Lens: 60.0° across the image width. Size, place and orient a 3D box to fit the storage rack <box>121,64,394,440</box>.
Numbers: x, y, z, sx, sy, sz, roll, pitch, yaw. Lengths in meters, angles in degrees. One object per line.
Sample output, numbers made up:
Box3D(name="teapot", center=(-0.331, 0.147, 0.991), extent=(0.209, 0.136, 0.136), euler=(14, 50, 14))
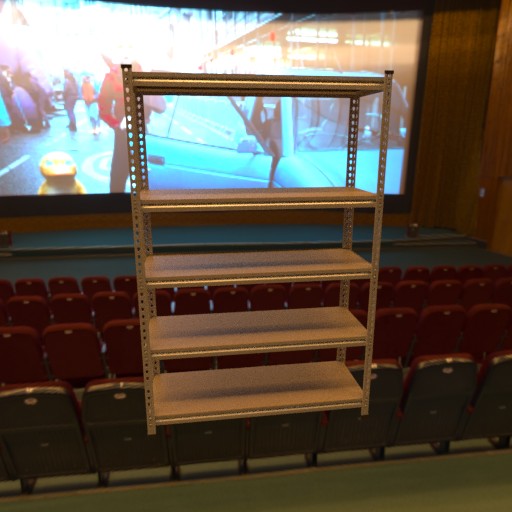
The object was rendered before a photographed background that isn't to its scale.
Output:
Box3D(name="storage rack", center=(0.000, 0.000, 2.394), extent=(1.219, 1.829, 0.457), euler=(-2, 15, -8))
